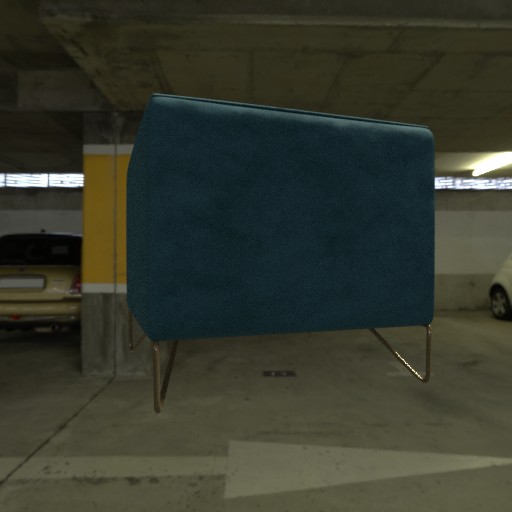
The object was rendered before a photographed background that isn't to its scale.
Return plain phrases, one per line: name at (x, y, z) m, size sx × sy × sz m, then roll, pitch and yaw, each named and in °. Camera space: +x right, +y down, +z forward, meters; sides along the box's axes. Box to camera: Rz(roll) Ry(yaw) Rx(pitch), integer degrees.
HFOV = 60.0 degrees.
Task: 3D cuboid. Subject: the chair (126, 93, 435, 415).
chair at (0.000, 0.000, 1.615) m, size 0.880 × 0.790 × 0.894 m, roll 0°, pitch -1°, yaw -19°
